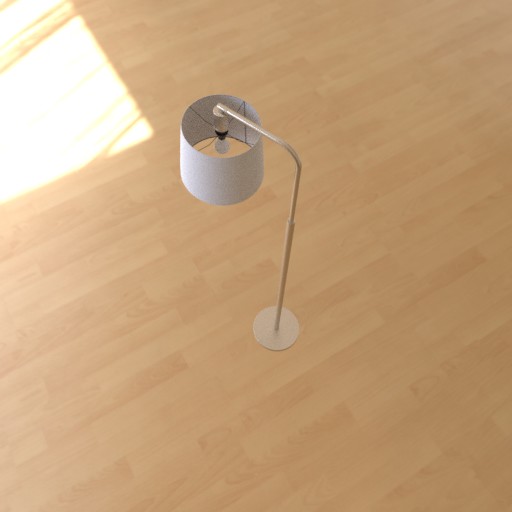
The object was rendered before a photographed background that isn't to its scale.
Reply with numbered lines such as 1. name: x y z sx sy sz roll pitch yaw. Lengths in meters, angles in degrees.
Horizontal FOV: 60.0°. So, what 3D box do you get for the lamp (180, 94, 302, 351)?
1. lamp: 0.000 0.000 1.749 0.508 1.478 0.254 31 68 14
